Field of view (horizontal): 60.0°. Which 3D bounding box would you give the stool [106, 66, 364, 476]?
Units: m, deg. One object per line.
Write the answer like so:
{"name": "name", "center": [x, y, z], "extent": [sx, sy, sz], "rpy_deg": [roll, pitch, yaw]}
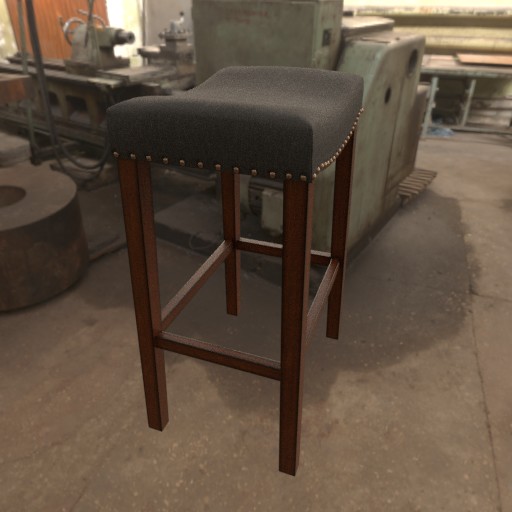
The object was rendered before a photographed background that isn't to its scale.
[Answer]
{"name": "stool", "center": [0.000, 0.000, 1.022], "extent": [0.366, 0.760, 0.502], "rpy_deg": [11, 32, 17]}
